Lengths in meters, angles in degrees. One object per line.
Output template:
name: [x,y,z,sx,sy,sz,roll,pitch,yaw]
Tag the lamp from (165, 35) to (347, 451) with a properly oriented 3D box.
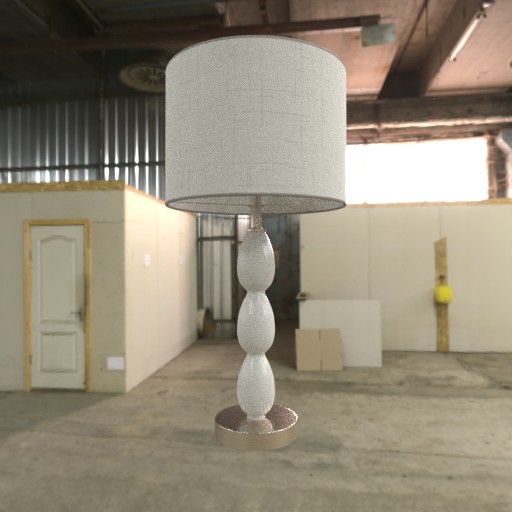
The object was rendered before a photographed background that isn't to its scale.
lamp: [0.000,0.000,0.699,0.280,0.559,0.282,0,0,36]
